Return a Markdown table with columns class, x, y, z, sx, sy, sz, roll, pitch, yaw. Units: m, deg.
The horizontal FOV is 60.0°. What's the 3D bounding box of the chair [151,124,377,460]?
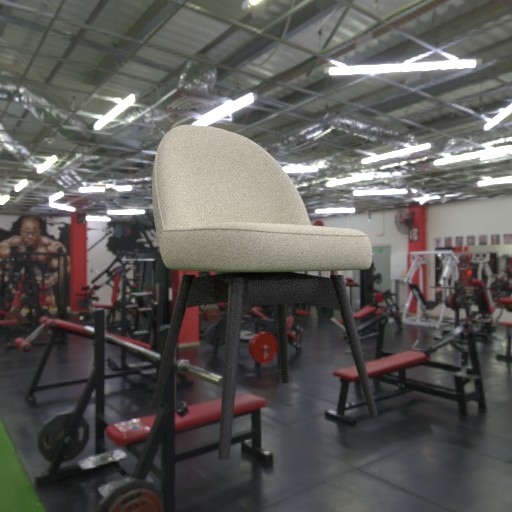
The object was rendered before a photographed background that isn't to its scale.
| class | x | y | z | sx | sy | sz | roll | pitch | yaw |
| --- | --- | --- | --- | --- | --- | --- | --- | --- | --- |
| chair | 0.000 | 0.000 | 1.221 | 0.532 | 0.838 | 0.540 | 0 | -1 | -35 |
